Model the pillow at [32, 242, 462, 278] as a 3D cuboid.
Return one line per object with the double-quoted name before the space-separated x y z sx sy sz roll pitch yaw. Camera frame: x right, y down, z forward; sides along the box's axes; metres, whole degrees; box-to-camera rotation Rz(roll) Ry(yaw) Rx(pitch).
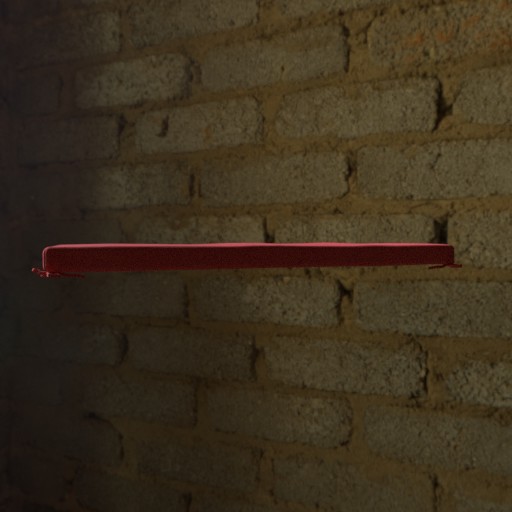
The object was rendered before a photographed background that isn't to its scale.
"pillow" 0.000 0.000 1.358 1.187 0.081 0.492 -1 2 -19
